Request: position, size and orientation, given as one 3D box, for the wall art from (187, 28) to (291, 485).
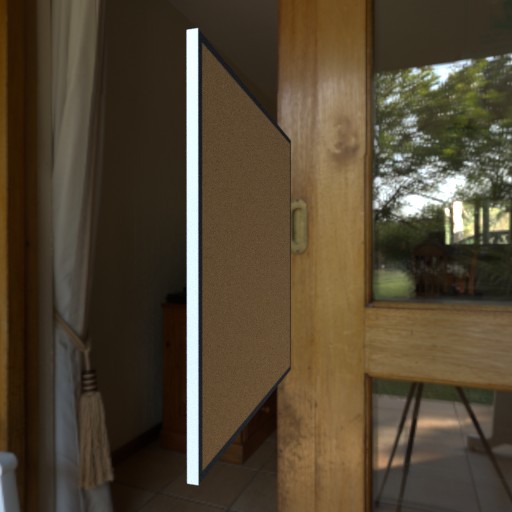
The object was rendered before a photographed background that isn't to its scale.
[{"bbox_3d":[0.000,0.000,1.168,0.022,0.803,0.805,0,0,16],"label":"wall art"}]
